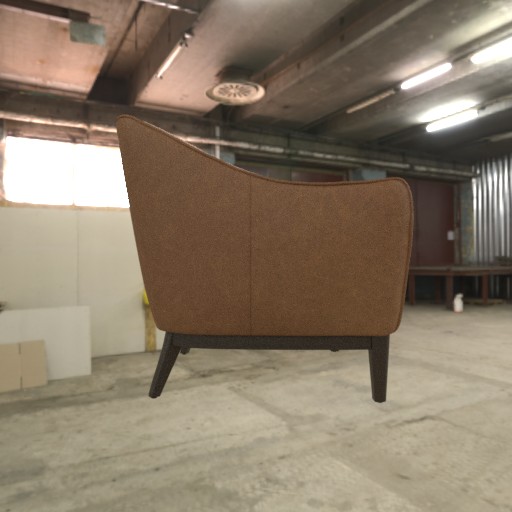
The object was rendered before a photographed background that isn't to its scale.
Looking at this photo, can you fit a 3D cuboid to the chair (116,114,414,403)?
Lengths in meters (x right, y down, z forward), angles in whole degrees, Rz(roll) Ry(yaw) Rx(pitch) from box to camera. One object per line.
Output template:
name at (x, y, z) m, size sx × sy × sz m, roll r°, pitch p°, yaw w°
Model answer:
chair at (0.000, 0.000, 1.591) m, size 0.852 × 0.830 × 0.871 m, roll 0°, pitch 0°, yaw -1°
